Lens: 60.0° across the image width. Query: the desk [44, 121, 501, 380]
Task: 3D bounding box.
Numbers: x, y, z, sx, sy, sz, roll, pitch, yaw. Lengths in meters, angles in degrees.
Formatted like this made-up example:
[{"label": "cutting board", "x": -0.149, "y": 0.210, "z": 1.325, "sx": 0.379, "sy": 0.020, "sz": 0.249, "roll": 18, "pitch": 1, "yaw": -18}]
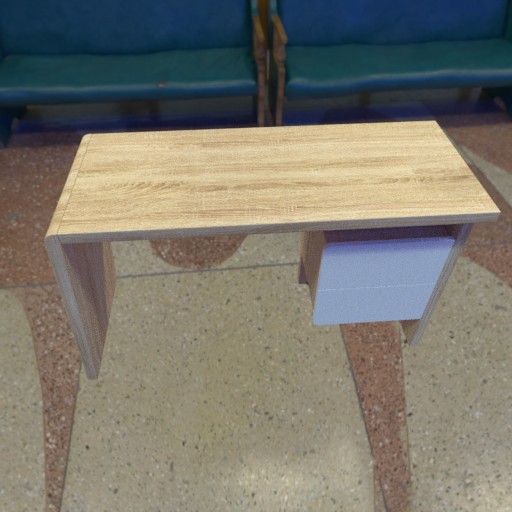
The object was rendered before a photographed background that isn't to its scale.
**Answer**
[{"label": "desk", "x": 0.000, "y": 0.000, "z": 1.612, "sx": 1.300, "sy": 0.750, "sz": 0.500, "roll": -3, "pitch": 46, "yaw": -3}]
